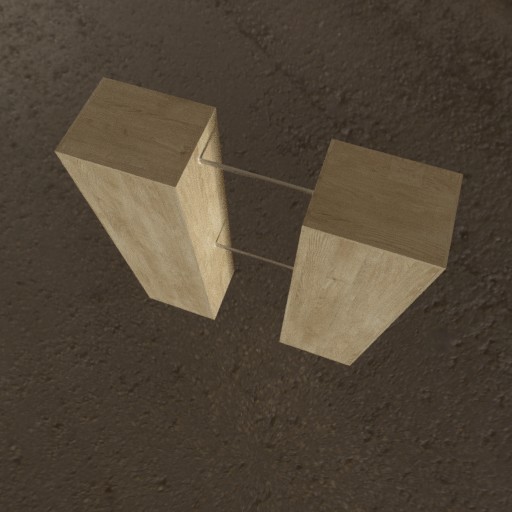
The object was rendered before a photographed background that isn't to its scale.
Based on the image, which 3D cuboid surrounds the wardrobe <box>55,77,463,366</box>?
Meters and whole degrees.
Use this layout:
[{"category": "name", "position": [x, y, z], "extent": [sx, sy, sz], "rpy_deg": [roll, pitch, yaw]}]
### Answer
[{"category": "wardrobe", "position": [0.000, 0.000, 2.892], "extent": [1.770, 2.000, 0.480], "rpy_deg": [17, 66, 8]}]
